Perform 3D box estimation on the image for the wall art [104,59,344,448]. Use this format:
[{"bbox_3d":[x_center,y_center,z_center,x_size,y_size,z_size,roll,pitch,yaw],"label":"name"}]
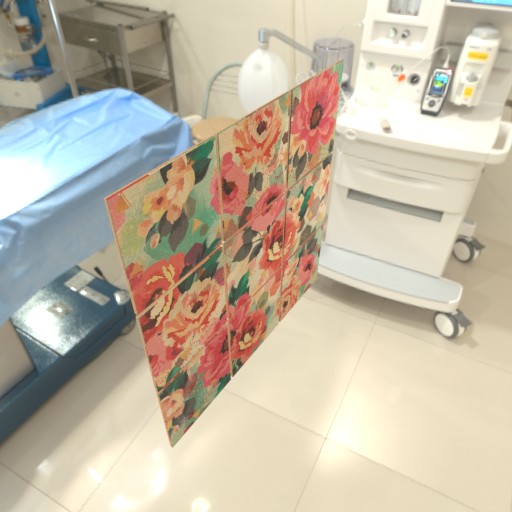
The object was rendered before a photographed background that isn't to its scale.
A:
[{"bbox_3d":[0.000,0.000,1.800,0.013,1.220,1.216,25,47,26],"label":"wall art"}]
